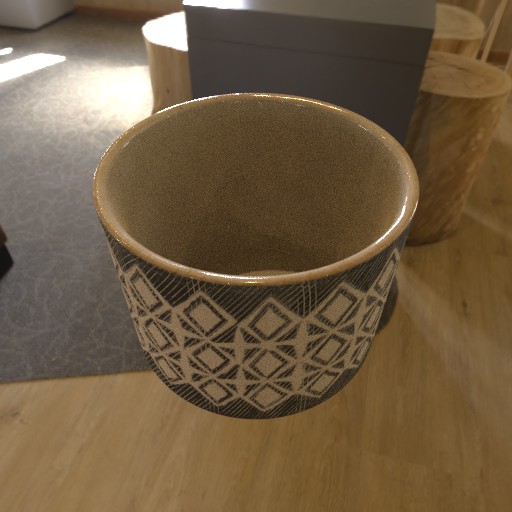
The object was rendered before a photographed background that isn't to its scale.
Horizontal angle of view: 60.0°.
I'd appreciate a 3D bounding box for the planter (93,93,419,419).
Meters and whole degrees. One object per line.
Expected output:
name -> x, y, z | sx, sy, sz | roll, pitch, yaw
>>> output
planter -> 0.000, 0.000, 0.214 | 0.126, 0.104, 0.126 | 0, 45, 0
